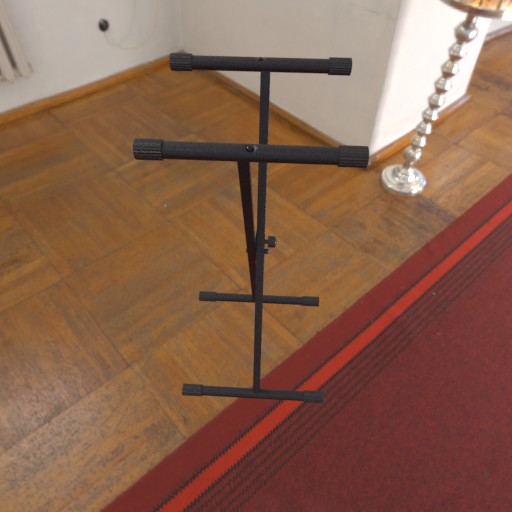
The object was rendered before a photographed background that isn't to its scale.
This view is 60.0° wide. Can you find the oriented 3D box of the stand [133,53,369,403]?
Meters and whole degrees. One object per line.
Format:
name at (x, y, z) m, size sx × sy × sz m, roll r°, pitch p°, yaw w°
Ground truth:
stand at (0.000, 0.000, 1.203) m, size 0.449 × 0.940 × 0.409 m, roll 3°, pitch 48°, yaw 2°
